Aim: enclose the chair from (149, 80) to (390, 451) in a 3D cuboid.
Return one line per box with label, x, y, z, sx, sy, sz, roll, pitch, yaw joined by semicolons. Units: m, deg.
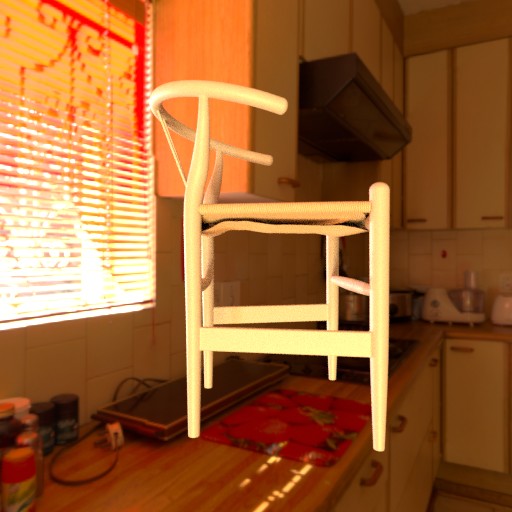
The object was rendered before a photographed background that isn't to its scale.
chair;0.000;0.000;1.076;0.500;0.736;0.533;0;0;-1
